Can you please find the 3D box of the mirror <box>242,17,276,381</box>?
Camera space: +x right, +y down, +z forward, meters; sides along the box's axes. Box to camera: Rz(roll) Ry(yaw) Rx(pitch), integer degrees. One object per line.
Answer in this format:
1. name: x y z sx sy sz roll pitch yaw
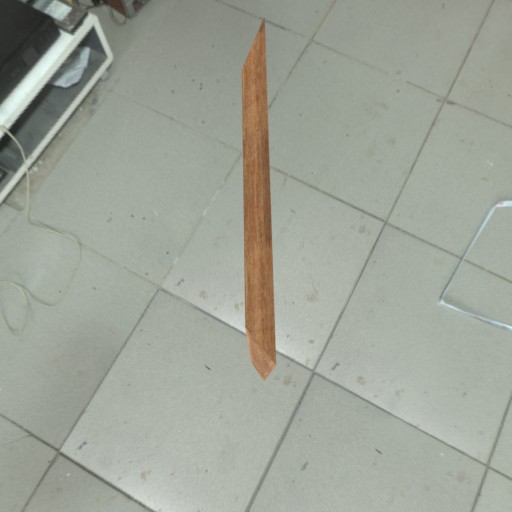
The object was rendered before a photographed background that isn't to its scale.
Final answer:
1. mirror: 0.000 0.000 1.237 0.047 1.010 0.651 -1 73 0
